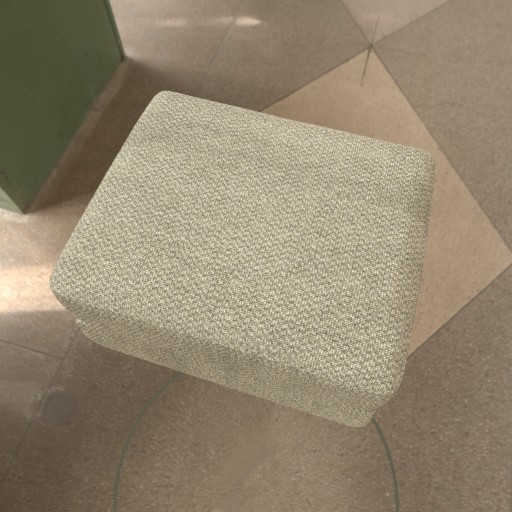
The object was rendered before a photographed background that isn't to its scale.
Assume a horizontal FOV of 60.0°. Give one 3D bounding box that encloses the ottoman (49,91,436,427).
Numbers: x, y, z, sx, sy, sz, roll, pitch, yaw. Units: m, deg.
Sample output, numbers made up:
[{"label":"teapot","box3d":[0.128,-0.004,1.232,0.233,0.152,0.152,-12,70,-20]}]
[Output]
[{"label":"ottoman","box3d":[0.000,0.000,1.117,0.751,0.476,0.603,16,64,8]}]
